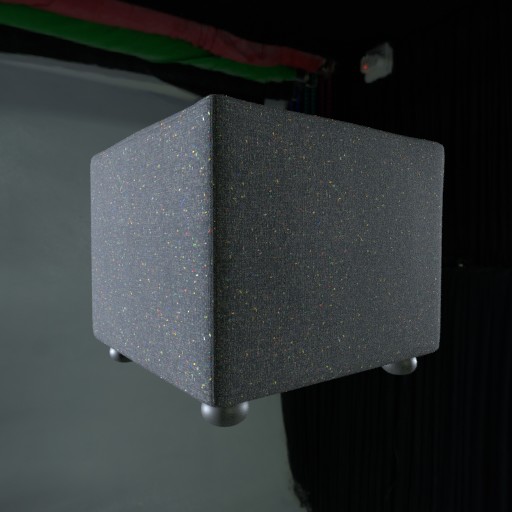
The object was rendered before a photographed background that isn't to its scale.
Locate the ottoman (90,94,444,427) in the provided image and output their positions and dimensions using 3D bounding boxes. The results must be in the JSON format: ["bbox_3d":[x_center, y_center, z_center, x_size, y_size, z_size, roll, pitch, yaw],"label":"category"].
[{"bbox_3d":[0.000,0.000,0.862,0.508,0.432,0.508,-2,3,-36],"label":"ottoman"}]
